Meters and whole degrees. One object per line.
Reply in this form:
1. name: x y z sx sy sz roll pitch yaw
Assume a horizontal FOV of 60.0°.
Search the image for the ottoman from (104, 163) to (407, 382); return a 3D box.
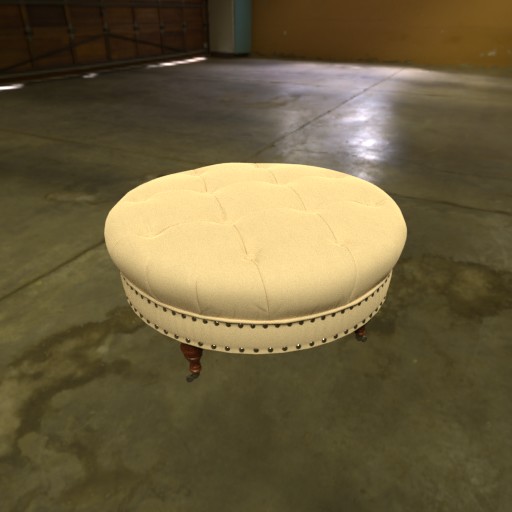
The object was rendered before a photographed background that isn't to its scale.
1. ottoman: 0.000 0.000 1.445 0.901 0.439 0.901 0 29 0
